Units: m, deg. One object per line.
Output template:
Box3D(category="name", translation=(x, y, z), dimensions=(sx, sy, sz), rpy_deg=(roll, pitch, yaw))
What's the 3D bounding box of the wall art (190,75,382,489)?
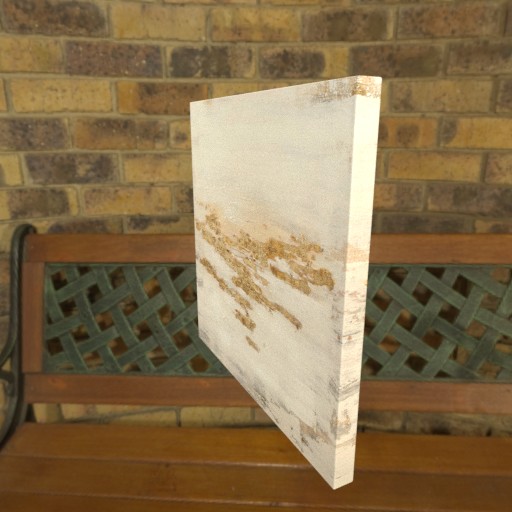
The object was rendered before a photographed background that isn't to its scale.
Box3D(category="wall art", translation=(0.000, 0.000, 0.888), dimensions=(0.040, 0.613, 0.611), rpy_deg=(-8, 18, -26))
